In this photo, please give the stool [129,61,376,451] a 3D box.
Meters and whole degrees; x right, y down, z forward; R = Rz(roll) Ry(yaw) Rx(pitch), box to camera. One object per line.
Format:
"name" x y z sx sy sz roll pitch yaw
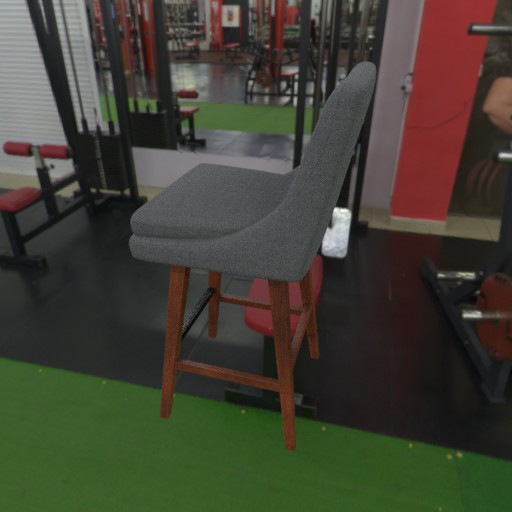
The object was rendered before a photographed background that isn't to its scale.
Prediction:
"stool" 0.000 0.000 1.229 0.524 0.977 0.447 8 30 14
